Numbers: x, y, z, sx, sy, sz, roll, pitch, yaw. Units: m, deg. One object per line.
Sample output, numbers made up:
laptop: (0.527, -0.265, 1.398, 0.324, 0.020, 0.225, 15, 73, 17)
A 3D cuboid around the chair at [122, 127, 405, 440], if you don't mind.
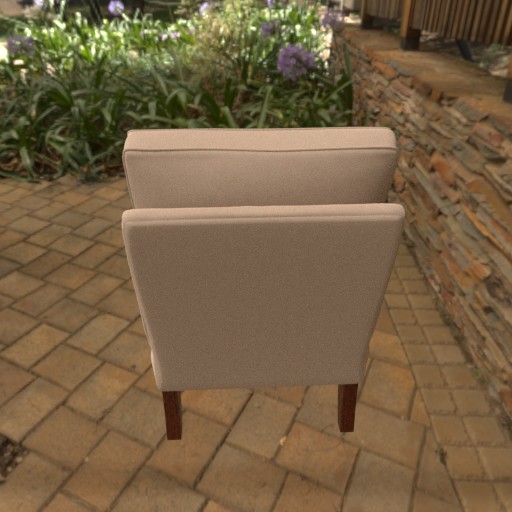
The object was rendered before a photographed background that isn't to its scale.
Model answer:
chair: (0.000, 0.000, 1.626, 0.724, 1.052, 0.912, -2, 30, -3)
